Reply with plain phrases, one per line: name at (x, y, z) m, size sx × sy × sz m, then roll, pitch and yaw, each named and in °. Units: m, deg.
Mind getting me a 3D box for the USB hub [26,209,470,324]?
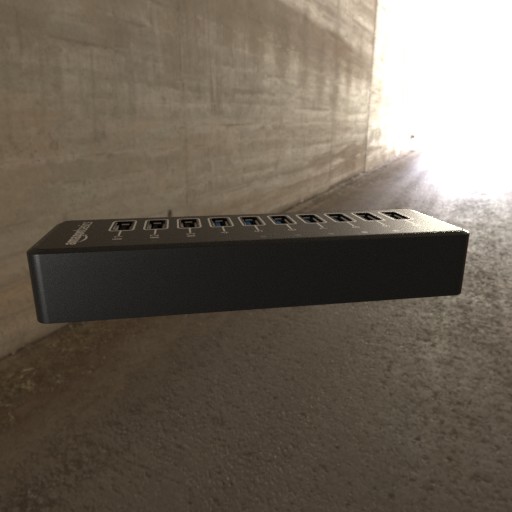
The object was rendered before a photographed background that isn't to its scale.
USB hub at (0.000, 0.000, 0.164) m, size 0.145 × 0.023 × 0.044 m, roll -3°, pitch 17°, yaw -9°
